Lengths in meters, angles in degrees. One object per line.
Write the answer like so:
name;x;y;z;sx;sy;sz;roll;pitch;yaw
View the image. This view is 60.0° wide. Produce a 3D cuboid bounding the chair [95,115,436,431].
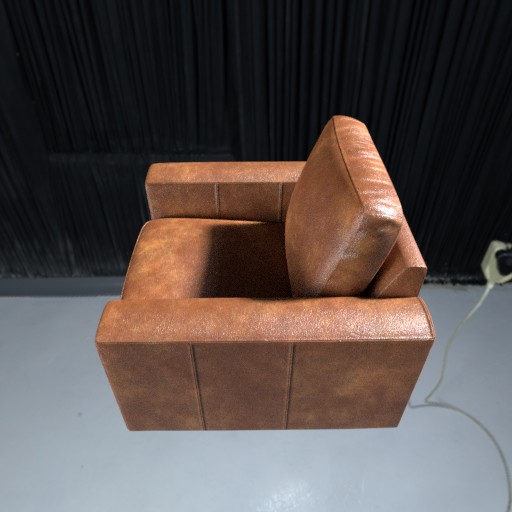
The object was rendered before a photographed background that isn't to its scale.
chair;0.000;0.000;1.702;1.016;0.873;1.005;0;42;-1
